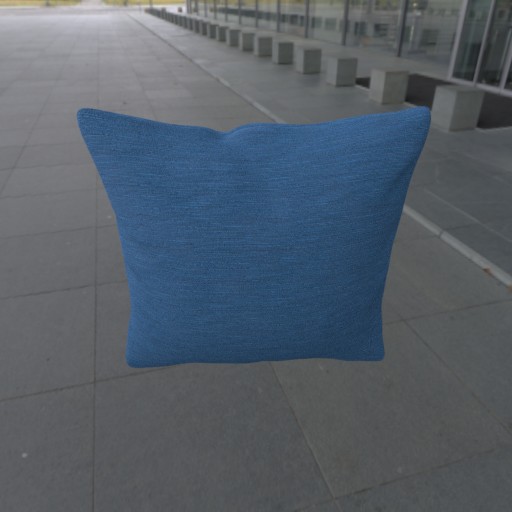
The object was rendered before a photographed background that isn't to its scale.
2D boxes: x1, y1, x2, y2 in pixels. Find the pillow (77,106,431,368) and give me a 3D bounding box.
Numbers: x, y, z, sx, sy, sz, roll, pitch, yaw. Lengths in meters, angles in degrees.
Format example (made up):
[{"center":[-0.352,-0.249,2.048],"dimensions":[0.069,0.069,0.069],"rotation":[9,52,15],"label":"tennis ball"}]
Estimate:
[{"center":[0.000,0.000,0.646],"dimensions":[0.437,0.420,0.177],"rotation":[-1,31,-2],"label":"pillow"}]
